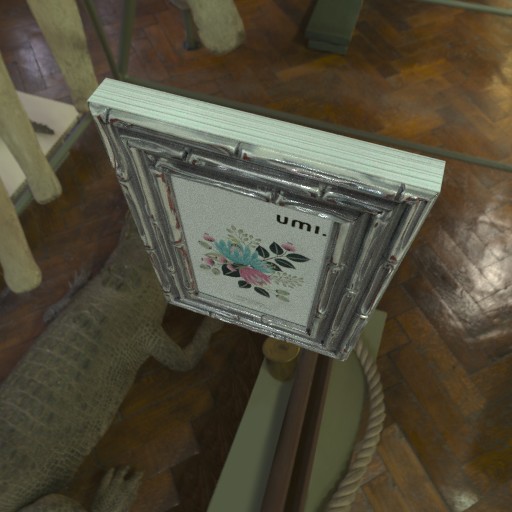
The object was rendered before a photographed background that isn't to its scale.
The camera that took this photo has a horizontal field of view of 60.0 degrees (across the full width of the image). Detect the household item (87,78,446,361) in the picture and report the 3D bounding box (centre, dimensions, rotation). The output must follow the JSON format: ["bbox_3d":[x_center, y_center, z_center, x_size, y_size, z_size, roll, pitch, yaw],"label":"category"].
[{"bbox_3d":[0.000,0.000,0.291,0.165,0.216,0.025,17,60,10],"label":"household item"}]
